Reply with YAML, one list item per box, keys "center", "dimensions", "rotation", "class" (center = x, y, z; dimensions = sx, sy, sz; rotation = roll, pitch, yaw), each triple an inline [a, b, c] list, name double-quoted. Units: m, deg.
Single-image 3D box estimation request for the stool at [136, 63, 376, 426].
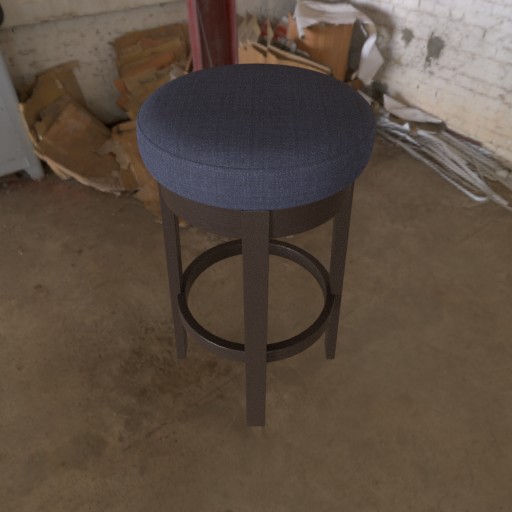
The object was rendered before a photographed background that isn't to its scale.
- center: [0.000, 0.000, 1.027]
  dimensions: [0.446, 0.758, 0.446]
  rotation: [0, 42, 0]
  class: "stool"
